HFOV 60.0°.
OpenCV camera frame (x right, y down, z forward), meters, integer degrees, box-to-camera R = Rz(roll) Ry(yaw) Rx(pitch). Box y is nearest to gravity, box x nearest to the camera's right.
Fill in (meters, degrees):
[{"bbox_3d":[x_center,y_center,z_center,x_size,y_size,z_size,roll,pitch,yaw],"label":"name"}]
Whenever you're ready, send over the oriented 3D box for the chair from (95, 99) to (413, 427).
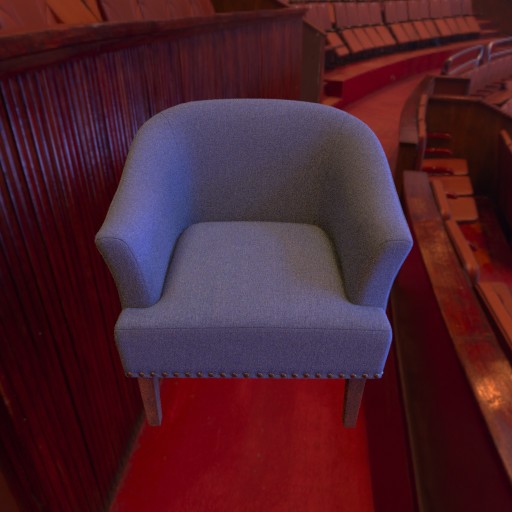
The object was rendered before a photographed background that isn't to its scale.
[{"bbox_3d":[0.000,0.000,1.385,0.798,0.815,0.704,0,30,0],"label":"chair"}]
